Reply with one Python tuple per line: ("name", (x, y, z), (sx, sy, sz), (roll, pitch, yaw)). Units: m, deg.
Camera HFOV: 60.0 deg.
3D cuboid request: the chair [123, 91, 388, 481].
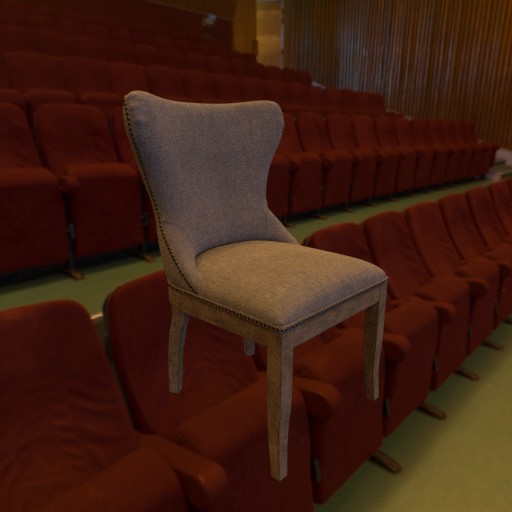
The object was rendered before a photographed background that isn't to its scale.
("chair", (0.000, 0.000, 1.445), (0.681, 1.002, 0.654), (14, 21, 41))
